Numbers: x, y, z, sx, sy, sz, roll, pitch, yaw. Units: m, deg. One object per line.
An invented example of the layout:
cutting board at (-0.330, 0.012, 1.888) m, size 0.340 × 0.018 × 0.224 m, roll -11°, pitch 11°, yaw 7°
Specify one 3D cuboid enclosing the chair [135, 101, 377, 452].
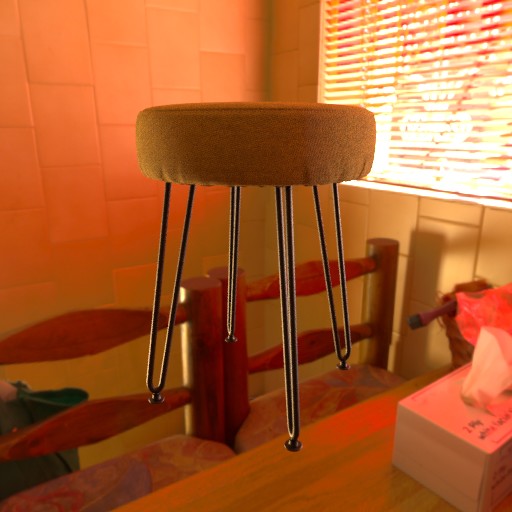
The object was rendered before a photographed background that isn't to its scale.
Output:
chair at (0.000, 0.000, 0.705) m, size 0.345 × 0.455 × 0.345 m, roll 8°, pitch 18°, yaw 26°
